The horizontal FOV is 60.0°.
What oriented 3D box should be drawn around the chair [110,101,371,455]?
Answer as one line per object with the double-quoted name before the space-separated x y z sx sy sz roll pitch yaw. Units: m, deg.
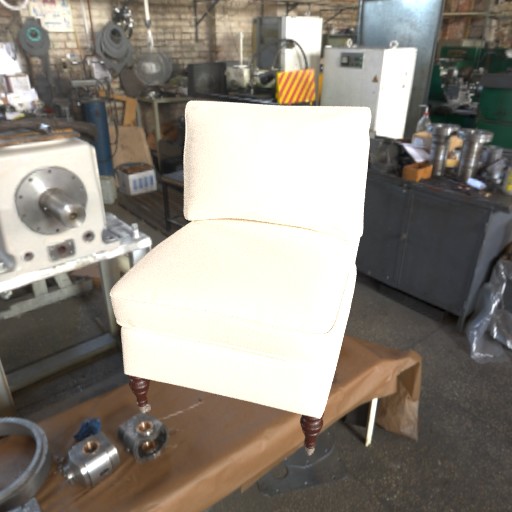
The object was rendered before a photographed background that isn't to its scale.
"chair" 0.000 0.000 1.424 0.630 0.887 0.781 8 27 15
